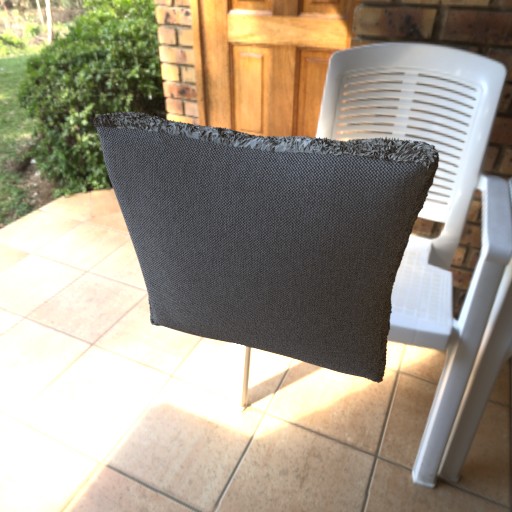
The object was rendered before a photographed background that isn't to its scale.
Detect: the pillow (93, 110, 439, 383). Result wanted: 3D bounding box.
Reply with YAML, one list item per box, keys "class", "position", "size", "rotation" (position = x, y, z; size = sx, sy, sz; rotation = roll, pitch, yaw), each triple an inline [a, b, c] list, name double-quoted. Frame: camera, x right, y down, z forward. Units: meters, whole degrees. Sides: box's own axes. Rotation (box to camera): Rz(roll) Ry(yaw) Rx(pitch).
- class: "pillow"
  position: [0.000, 0.000, 0.806]
  size: [0.529, 0.515, 0.218]
  rotation: [11, 35, 16]
